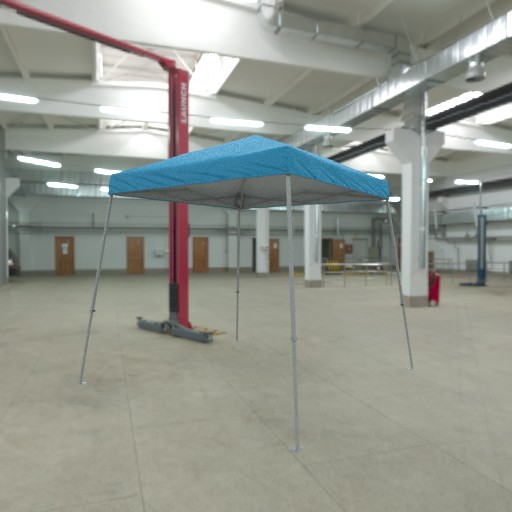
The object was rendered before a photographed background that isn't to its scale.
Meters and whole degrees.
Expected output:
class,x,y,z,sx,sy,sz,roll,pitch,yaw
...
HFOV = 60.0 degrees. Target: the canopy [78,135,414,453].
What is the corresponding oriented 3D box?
class,x,y,z,sx,sy,sz,roll,pitch,yaw
canopy,0.000,0.000,6.624,3.600,3.600,3.599,1,1,36
